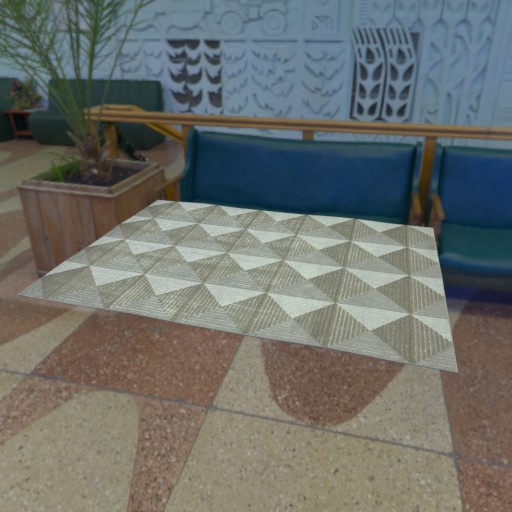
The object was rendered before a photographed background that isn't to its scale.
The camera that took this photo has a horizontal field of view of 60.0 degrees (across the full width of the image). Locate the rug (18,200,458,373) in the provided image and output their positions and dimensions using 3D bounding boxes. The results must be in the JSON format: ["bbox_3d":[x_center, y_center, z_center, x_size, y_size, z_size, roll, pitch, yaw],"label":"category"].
[{"bbox_3d":[0.000,0.000,4.224,3.333,0.027,2.428,7,27,15],"label":"rug"}]
